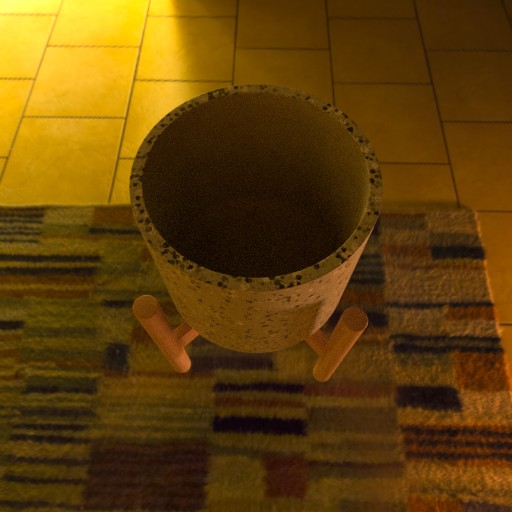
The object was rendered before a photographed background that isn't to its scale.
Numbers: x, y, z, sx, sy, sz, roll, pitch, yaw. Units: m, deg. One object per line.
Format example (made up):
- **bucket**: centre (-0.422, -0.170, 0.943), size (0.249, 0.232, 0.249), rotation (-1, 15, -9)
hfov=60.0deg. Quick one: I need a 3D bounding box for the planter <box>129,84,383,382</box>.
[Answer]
- **planter**: centre (0.000, 0.000, 0.534), size (0.284, 0.320, 0.284), rotation (-17, 65, -8)
